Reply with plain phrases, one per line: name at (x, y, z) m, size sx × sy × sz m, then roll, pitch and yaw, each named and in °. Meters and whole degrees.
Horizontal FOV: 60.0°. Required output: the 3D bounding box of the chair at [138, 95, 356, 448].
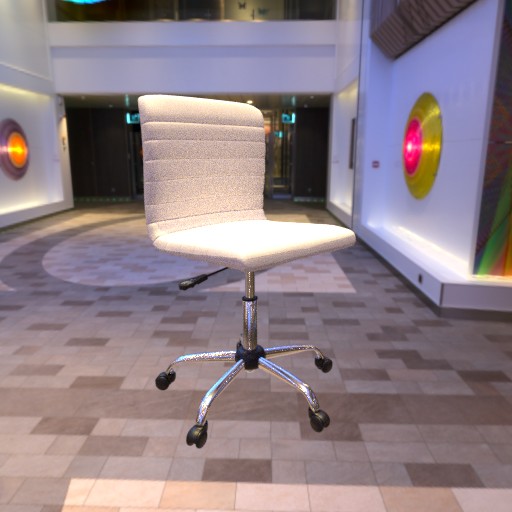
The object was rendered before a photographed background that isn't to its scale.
chair at (0.000, 0.000, 1.077) m, size 0.520 × 0.750 × 0.455 m, roll -13°, pitch 18°, yaw -43°
